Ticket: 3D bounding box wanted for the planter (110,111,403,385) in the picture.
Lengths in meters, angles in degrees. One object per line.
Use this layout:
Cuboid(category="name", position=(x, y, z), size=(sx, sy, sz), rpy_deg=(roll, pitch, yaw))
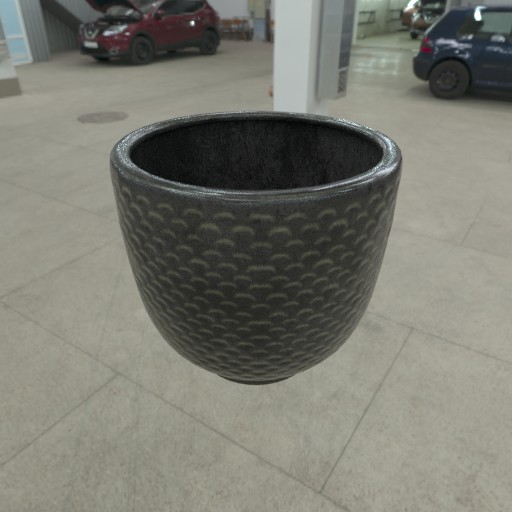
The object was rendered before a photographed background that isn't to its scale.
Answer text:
Cuboid(category="planter", position=(0.000, 0.000, 0.307), size=(0.172, 0.160, 0.172), rpy_deg=(0, 31, 0))
